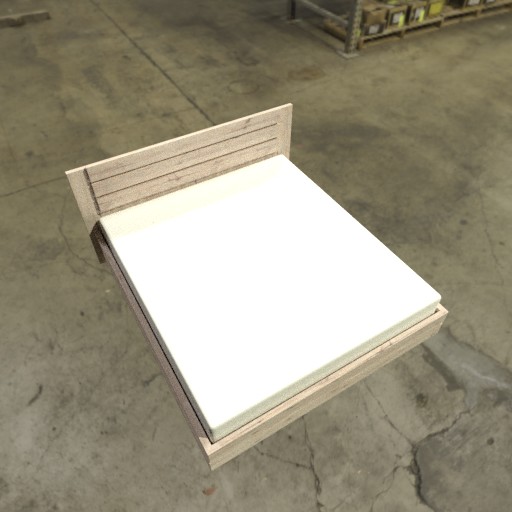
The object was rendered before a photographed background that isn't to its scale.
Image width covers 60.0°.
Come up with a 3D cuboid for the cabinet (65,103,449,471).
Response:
[{"bbox_3d":[0.000,0.000,3.257,1.950,0.970,2.080,-24,51,-21],"label":"cabinet"}]
